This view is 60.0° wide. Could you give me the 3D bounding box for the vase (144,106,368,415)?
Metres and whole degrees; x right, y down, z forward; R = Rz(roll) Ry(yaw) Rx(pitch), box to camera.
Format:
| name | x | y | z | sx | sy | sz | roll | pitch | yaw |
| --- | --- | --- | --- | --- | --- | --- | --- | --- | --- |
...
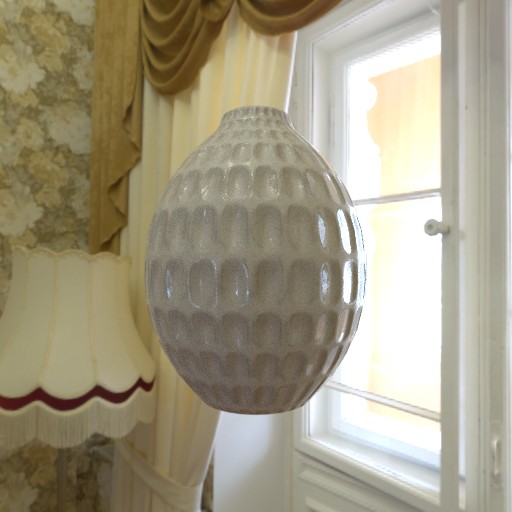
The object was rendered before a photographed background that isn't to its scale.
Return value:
| name | x | y | z | sx | sy | sz | roll | pitch | yaw |
| --- | --- | --- | --- | --- | --- | --- | --- | --- | --- |
| vase | 0.000 | 0.000 | 0.262 | 0.128 | 0.167 | 0.128 | 0 | -1 | 0 |
